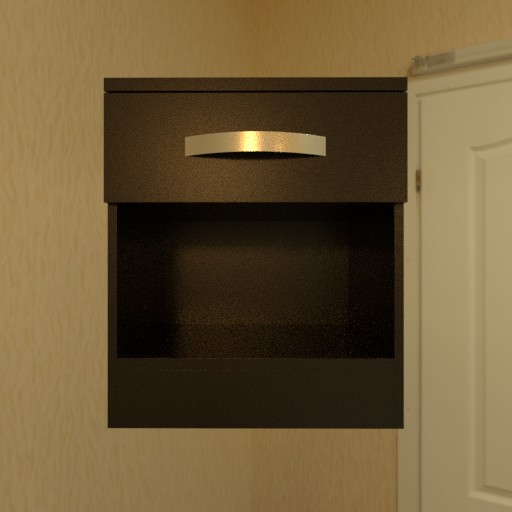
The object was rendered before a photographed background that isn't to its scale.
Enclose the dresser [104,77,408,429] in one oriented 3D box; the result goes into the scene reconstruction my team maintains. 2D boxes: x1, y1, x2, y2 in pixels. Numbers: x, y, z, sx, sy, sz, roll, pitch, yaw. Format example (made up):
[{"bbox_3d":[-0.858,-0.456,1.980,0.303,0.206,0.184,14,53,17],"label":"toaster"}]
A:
[{"bbox_3d":[0.000,0.000,0.736,0.400,0.470,0.360,0,0,0],"label":"dresser"}]
